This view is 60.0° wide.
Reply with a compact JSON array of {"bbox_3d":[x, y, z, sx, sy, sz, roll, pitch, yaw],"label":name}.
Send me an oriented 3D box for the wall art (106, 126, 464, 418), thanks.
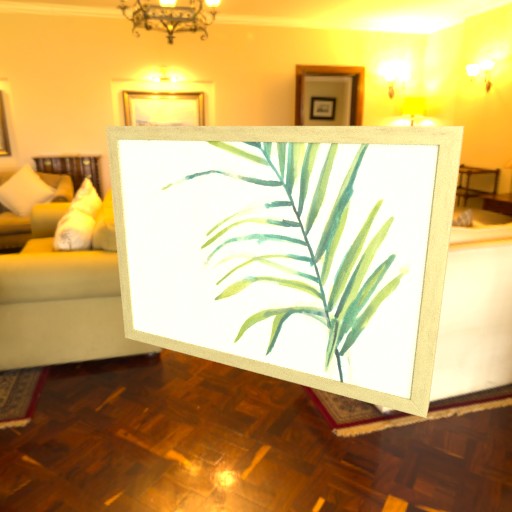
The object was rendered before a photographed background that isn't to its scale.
[{"bbox_3d":[0.000,0.000,0.675,0.532,0.380,0.032,8,18,25],"label":"wall art"}]
